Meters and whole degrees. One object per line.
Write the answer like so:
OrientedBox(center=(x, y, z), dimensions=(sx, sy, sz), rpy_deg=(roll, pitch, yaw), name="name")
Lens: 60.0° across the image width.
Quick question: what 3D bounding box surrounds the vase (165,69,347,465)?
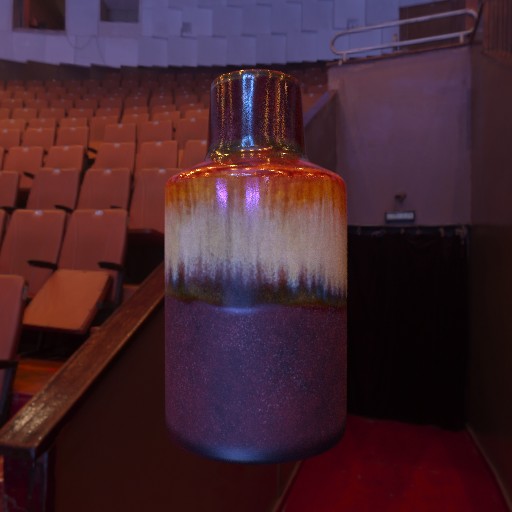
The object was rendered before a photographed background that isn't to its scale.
OrientedBox(center=(0.000, 0.000, 0.267), dimensions=(0.108, 0.204, 0.108), rpy_deg=(0, 1, 0), name="vase")
